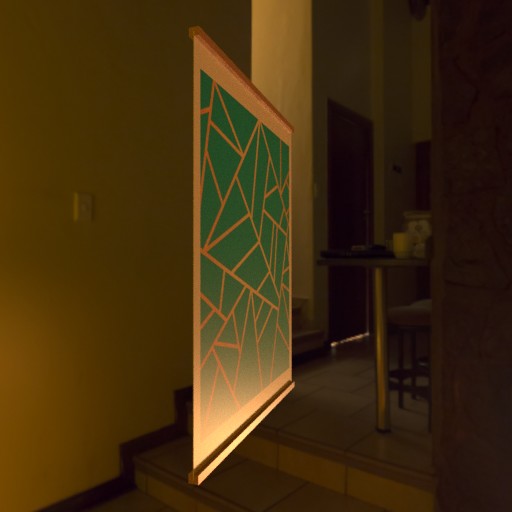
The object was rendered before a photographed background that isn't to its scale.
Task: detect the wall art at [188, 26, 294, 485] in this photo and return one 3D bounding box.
[{"bbox_3d":[0.000,0.000,0.683,0.012,0.508,0.405,0,-1,20],"label":"wall art"}]
